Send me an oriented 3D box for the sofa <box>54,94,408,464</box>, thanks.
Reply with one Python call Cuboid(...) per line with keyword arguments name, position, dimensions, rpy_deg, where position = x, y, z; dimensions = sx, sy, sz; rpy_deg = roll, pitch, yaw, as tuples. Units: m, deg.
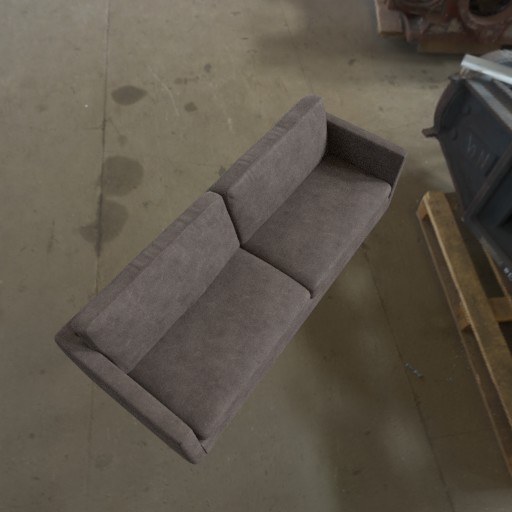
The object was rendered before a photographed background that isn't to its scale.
Cuboid(name="sofa", position=(0.000, 0.000, 2.957), dimensions=(0.951, 0.965, 2.434), rpy_deg=(32, 63, 19))
